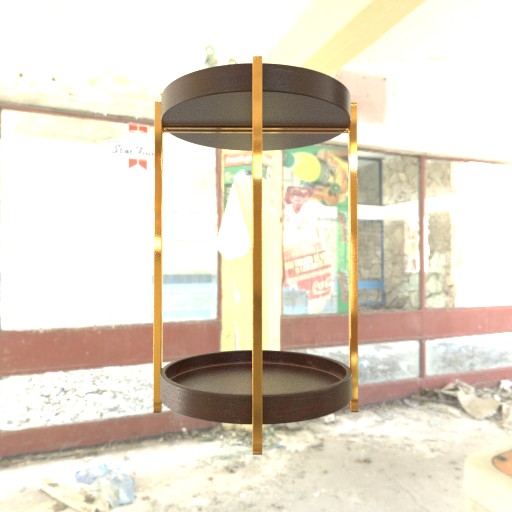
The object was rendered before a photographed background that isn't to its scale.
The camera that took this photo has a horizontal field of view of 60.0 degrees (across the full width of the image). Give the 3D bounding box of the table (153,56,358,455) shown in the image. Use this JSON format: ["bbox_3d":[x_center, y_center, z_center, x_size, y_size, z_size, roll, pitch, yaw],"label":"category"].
[{"bbox_3d":[0.000,0.000,0.877,0.400,0.610,0.400,0,-1,-1],"label":"table"}]
